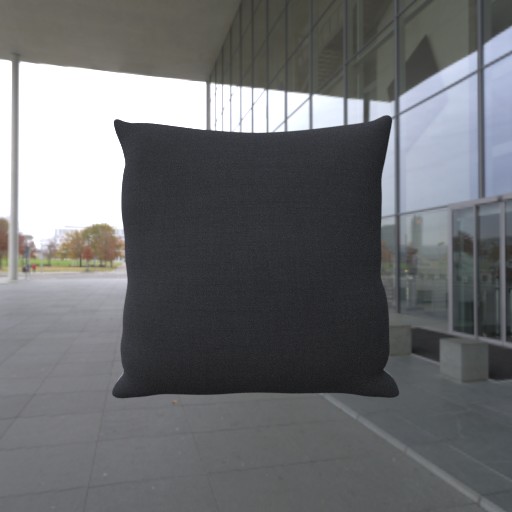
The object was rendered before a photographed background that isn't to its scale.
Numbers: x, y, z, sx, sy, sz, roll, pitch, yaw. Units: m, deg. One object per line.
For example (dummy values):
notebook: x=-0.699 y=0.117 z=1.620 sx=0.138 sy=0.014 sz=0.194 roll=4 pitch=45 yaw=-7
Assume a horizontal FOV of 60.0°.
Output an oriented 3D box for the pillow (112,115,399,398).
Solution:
pillow: x=0.000 y=0.000 z=0.784 sx=0.503 sy=0.496 sz=0.208 roll=0 pitch=-1 yaw=-1
